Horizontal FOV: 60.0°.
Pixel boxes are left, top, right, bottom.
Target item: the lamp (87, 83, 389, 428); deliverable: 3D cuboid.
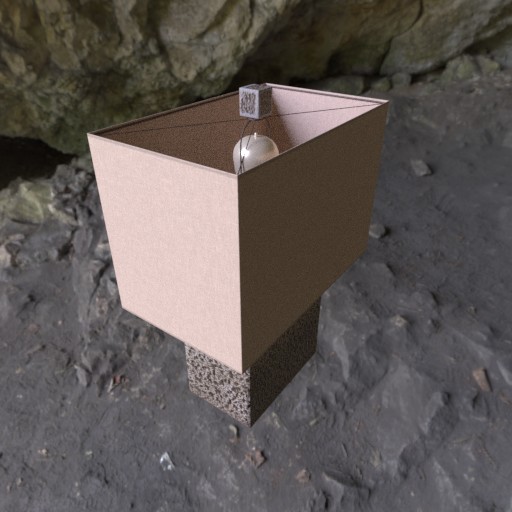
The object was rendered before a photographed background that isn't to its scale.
[{"bbox_3d":[0.000,0.000,0.566,0.180,0.411,0.294,21,38,30],"label":"lamp"}]
